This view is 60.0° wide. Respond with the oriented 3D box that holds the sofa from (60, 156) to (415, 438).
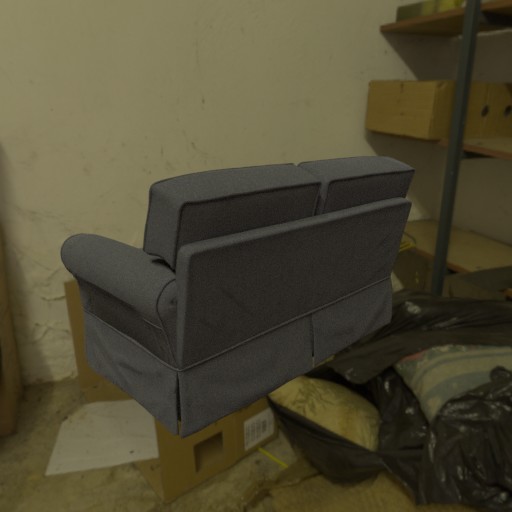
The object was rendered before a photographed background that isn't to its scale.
[{"bbox_3d":[0.000,0.000,2.449,1.801,1.059,0.997,-15,23,-41],"label":"sofa"}]
